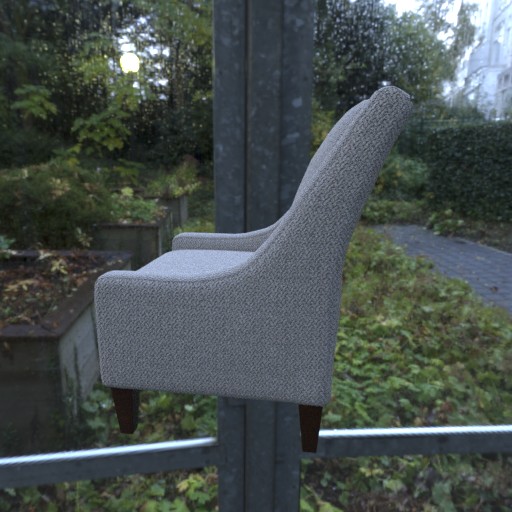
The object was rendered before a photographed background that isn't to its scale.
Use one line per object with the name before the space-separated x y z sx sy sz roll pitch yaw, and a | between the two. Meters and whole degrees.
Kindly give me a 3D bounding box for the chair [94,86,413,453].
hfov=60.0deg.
chair | 0.000 0.000 1.561 0.870 1.014 0.774 2 13 9
